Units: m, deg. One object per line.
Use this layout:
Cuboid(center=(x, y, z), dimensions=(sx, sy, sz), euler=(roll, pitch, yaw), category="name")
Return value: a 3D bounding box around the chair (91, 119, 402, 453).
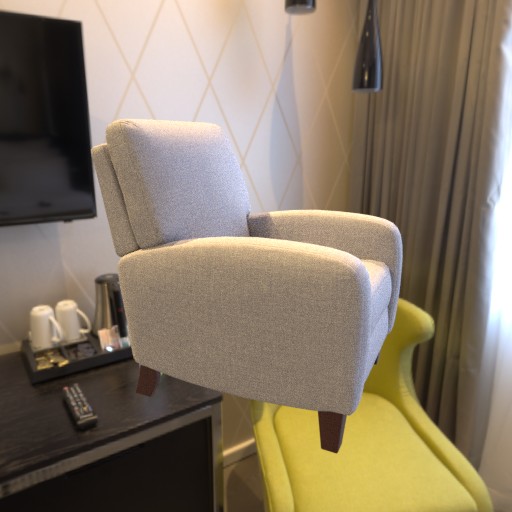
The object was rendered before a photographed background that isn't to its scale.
Cuboid(center=(0.000, 0.000, 1.681), dimensions=(0.990, 0.990, 0.762), euler=(7, 16, 25), category="chair")
